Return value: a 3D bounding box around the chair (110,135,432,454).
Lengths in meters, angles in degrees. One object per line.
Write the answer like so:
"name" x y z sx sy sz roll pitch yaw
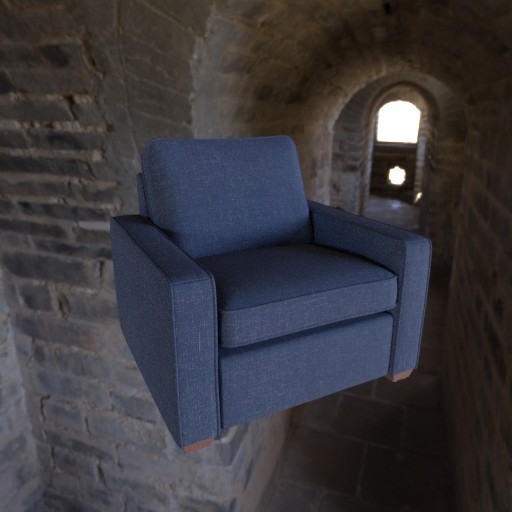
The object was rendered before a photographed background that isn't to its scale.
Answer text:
"chair" 0.000 0.000 1.809 1.017 0.919 0.940 -9 20 -26
